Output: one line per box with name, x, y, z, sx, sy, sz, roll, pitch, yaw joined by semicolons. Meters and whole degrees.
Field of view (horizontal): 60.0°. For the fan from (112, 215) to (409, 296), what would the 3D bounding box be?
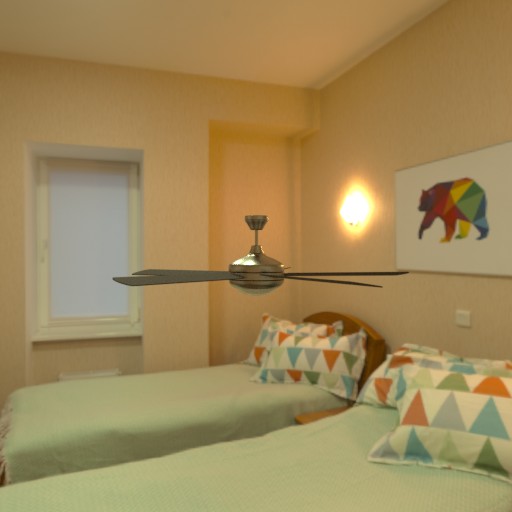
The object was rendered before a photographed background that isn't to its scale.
fan;0.000;0.000;1.975;1.321;0.356;1.321;0;1;36
